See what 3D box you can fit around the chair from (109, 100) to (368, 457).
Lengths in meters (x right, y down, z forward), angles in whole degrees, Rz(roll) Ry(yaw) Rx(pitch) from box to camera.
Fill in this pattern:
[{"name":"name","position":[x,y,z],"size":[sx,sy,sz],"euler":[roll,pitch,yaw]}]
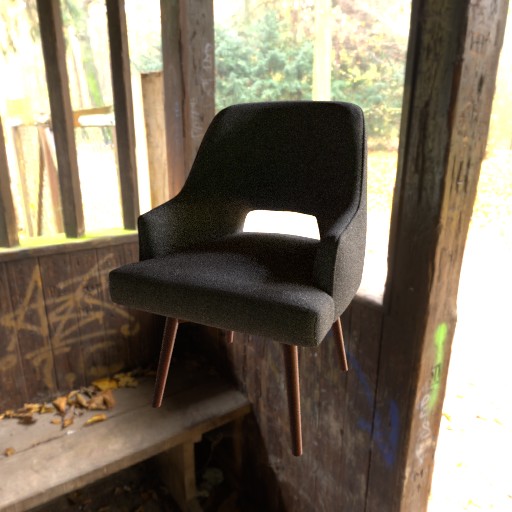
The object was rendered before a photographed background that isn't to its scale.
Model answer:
[{"name":"chair","position":[0.000,0.000,1.289],"size":[0.608,0.875,0.629],"euler":[8,19,25]}]
